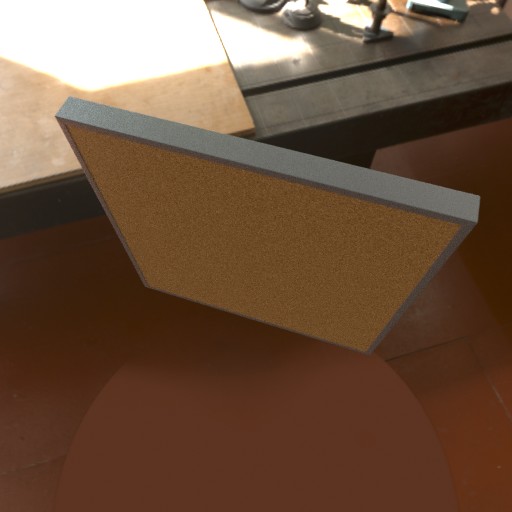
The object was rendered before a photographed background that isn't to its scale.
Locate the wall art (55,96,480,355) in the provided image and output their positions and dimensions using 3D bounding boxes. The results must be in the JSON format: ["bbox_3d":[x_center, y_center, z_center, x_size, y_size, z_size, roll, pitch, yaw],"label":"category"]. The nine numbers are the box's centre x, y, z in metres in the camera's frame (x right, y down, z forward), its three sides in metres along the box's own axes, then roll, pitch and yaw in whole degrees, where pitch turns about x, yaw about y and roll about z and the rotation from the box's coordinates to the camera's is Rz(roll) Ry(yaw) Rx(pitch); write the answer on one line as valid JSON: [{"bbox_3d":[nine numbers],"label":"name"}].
[{"bbox_3d":[0.000,0.000,0.508,0.349,0.349,0.028,16,63,8],"label":"wall art"}]
